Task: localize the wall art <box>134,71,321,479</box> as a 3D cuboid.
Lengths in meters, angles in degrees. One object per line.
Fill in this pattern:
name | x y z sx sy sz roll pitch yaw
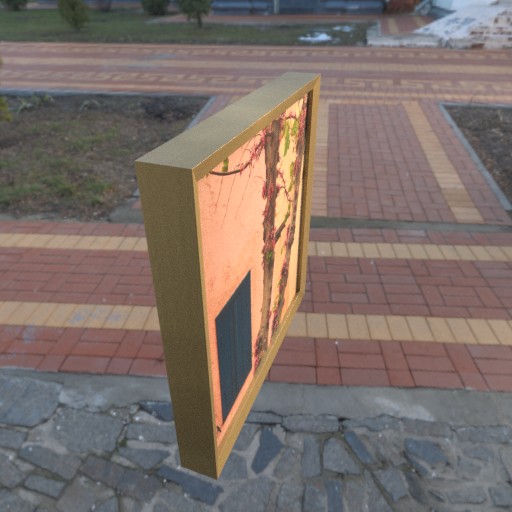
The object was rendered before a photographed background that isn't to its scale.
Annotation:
wall art | 0.000 0.000 0.457 0.038 0.305 0.304 11 34 17
